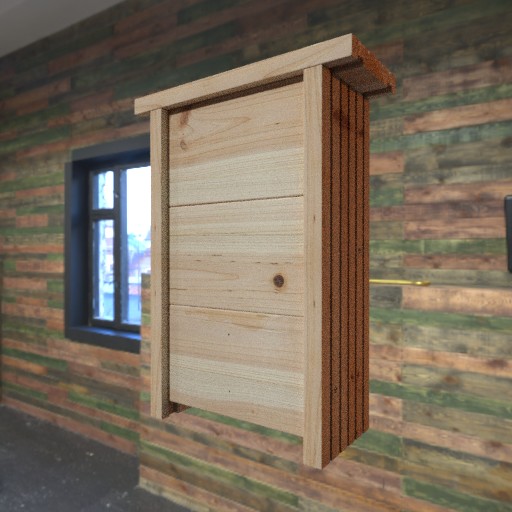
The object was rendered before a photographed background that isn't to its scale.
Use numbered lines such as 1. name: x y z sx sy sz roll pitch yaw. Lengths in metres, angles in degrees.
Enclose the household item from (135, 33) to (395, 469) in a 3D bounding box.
1. household item: 0.000 0.000 0.540 0.301 0.407 0.123 0 0 35
